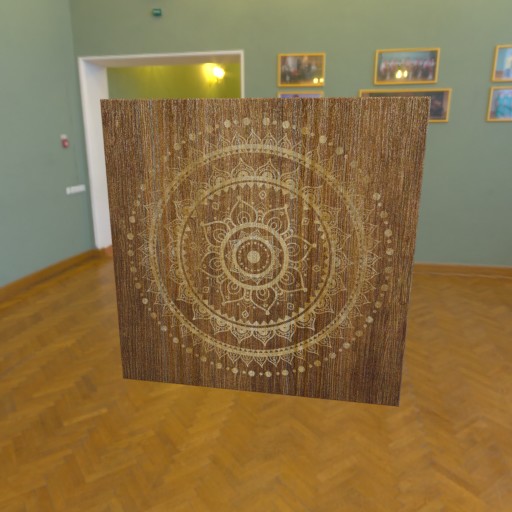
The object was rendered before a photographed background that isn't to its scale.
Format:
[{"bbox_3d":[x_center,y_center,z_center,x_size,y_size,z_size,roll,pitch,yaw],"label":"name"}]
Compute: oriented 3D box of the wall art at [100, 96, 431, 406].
[{"bbox_3d":[0.000,0.000,0.899,0.611,0.608,0.042,3,15,9],"label":"wall art"}]
